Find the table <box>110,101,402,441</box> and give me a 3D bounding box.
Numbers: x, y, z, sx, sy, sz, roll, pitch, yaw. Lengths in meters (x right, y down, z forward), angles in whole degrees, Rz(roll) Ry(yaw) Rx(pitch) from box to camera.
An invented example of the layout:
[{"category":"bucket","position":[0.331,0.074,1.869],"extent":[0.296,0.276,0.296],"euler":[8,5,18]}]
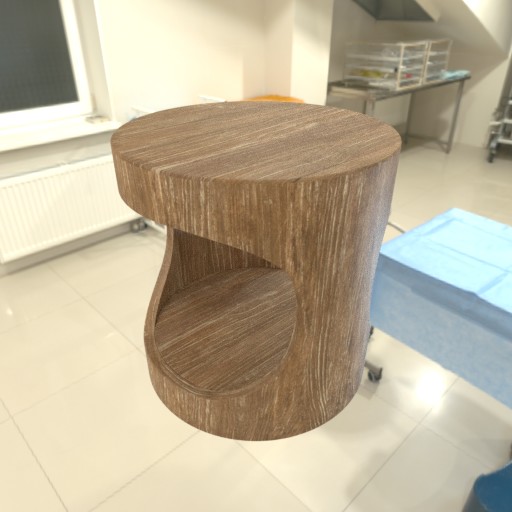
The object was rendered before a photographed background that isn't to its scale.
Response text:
[{"category":"table","position":[0.000,0.000,0.973],"extent":[0.527,0.551,0.527],"euler":[0,31,0]}]
